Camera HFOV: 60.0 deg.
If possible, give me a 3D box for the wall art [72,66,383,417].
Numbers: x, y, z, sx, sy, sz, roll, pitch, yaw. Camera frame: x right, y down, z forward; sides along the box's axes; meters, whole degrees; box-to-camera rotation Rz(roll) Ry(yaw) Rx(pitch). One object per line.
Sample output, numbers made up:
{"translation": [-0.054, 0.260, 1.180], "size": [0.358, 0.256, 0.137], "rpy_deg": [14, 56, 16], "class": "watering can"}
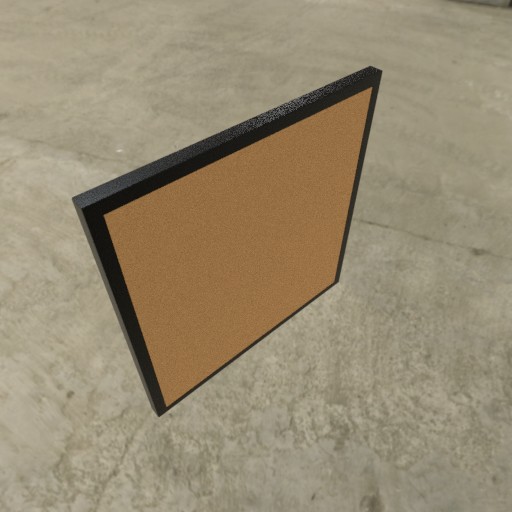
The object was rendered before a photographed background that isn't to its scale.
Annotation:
{"translation": [0.000, 0.000, 1.146], "size": [0.755, 0.761, 0.038], "rpy_deg": [-32, 54, -27], "class": "wall art"}
